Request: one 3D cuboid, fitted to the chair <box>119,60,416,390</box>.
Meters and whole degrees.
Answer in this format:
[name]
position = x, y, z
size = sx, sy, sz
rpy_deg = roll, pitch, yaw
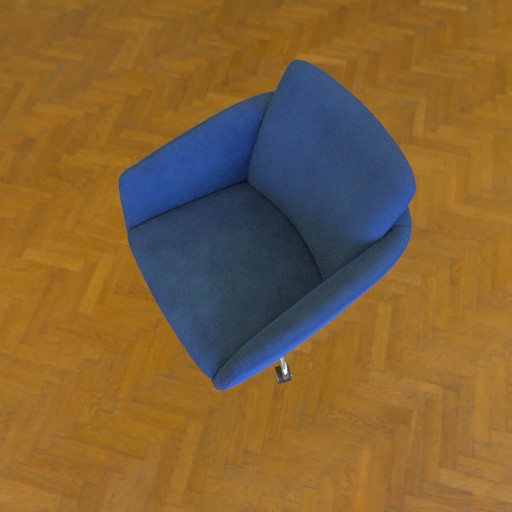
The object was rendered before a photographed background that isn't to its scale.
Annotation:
[chair]
position = 0.000, 0.000, 1.324
size = 0.635, 0.908, 0.641
rpy_deg = -30, 68, -13
